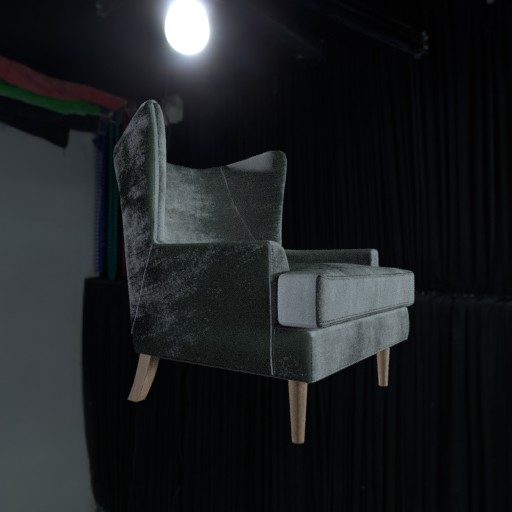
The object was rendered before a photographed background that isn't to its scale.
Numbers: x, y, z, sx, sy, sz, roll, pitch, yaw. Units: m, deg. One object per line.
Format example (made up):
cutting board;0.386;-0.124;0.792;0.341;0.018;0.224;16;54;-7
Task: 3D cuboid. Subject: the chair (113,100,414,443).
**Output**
chair;0.000;0.000;1.581;0.906;0.950;0.784;-1;-1;35
